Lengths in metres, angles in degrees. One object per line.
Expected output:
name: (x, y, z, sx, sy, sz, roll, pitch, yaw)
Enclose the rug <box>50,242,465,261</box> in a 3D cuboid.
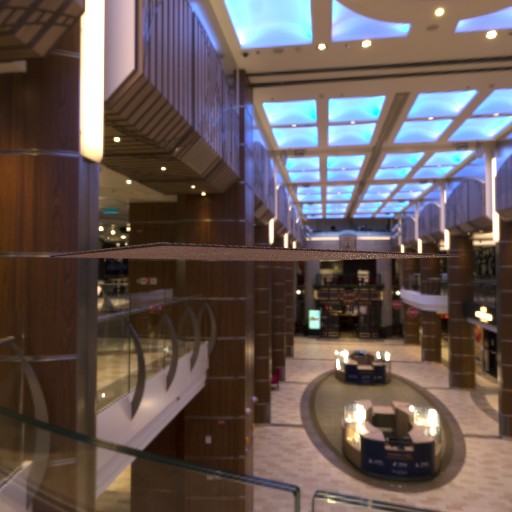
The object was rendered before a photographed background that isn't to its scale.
rug: (0.000, 0.000, 4.122, 3.032, 0.020, 2.411, 1, -2, -37)
